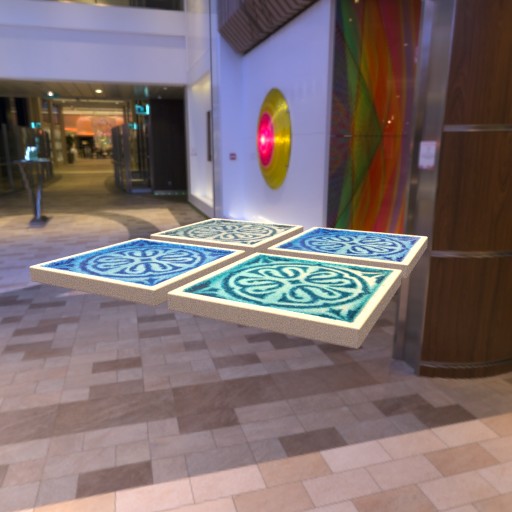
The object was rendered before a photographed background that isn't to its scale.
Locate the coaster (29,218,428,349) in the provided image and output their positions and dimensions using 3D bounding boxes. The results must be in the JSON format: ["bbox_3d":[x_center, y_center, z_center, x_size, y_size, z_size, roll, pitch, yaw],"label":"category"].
[{"bbox_3d":[0.000,0.000,0.330,0.214,0.010,0.219,7,16,27],"label":"coaster"}]
